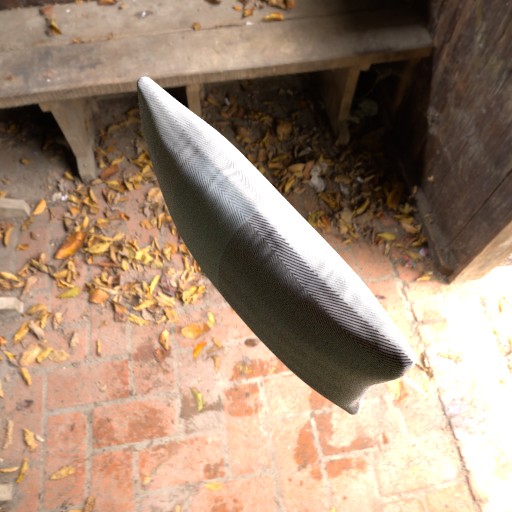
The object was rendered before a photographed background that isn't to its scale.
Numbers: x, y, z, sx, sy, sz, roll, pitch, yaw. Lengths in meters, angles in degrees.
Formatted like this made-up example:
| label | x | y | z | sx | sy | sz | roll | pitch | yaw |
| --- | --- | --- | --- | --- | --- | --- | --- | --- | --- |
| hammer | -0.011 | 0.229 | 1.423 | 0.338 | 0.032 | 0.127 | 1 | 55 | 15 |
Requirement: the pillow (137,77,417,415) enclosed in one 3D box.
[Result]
| label | x | y | z | sx | sy | sz | roll | pitch | yaw |
| --- | --- | --- | --- | --- | --- | --- | --- | --- | --- |
| pillow | 0.000 | 0.000 | 0.642 | 0.139 | 0.305 | 0.506 | -35 | 69 | -16 |
